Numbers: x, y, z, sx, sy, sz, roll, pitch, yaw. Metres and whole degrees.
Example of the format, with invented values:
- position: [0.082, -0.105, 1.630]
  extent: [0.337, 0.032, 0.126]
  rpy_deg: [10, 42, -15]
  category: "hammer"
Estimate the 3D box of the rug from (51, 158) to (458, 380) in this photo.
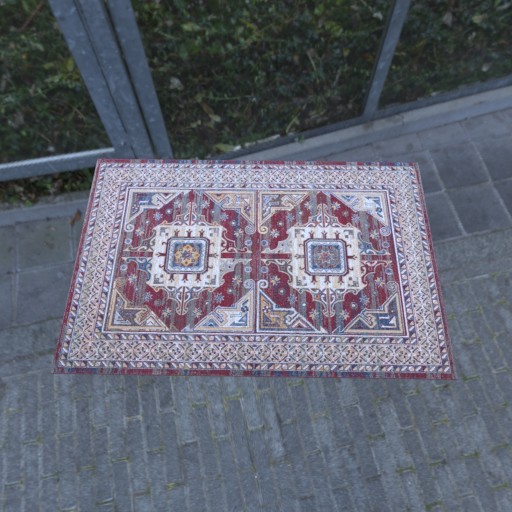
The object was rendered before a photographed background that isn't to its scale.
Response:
- position: [0.000, 0.000, 5.659]
  extent: [4.578, 0.033, 3.033]
  rpy_deg: [1, 64, 0]
  category: "rug"
